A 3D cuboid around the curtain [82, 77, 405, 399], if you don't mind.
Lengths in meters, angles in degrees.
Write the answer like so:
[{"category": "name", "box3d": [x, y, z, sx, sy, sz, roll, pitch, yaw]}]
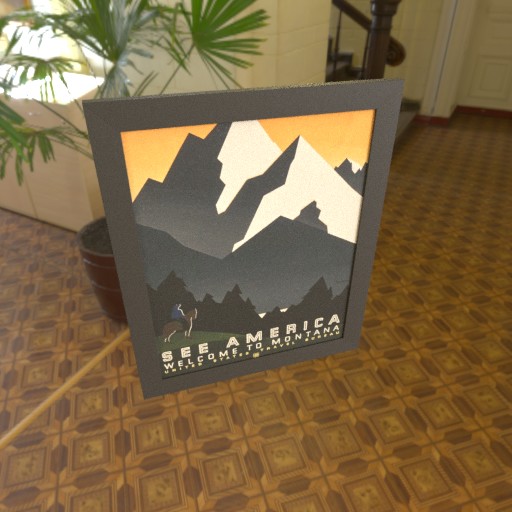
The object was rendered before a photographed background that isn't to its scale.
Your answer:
[{"category": "curtain", "box3d": [0.000, 0.000, 0.808, 0.483, 0.585, 0.027, -10, 34, -14]}]
